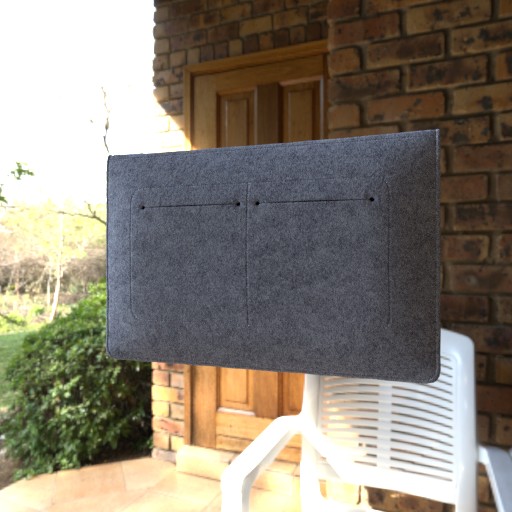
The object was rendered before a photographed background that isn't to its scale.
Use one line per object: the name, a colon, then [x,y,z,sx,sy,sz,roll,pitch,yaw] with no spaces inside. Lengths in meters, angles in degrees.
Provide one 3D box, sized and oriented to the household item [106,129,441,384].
household item: [0.000,0.000,0.435,0.335,0.221,0.057,0,0,17]
